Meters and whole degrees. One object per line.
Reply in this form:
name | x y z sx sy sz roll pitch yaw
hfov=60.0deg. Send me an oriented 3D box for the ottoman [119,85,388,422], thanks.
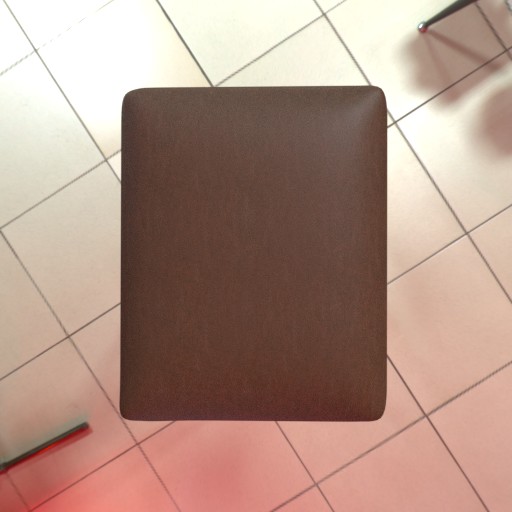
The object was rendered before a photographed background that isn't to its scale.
ottoman | 0.000 0.000 1.183 0.635 0.508 0.787 0 90 1
